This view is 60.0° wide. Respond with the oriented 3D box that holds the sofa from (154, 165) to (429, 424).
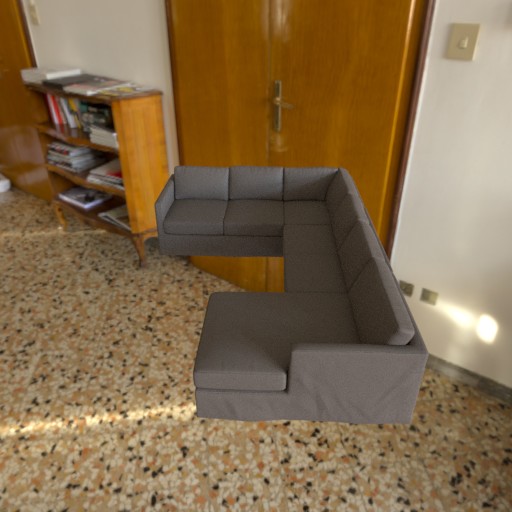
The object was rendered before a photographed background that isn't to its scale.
[{"bbox_3d":[0.000,0.000,4.559,2.427,0.882,3.460,1,30,2],"label":"sofa"}]
